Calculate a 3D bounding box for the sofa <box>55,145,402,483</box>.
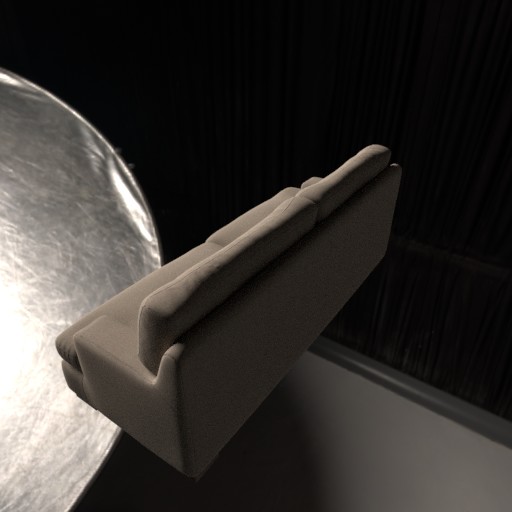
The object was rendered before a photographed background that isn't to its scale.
[{"bbox_3d":[0.000,0.000,2.783,0.962,0.980,2.354,21,38,29],"label":"sofa"}]
